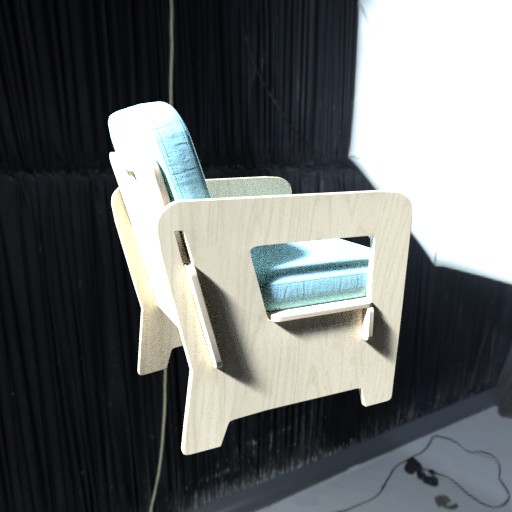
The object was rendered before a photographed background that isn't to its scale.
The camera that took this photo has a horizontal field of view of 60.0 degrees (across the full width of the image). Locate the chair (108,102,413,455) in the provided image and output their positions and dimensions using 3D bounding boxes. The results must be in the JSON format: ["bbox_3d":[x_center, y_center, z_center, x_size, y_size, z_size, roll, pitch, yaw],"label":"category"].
[{"bbox_3d":[0.000,0.000,1.271,0.710,0.800,0.590,-7,16,-27],"label":"chair"}]
